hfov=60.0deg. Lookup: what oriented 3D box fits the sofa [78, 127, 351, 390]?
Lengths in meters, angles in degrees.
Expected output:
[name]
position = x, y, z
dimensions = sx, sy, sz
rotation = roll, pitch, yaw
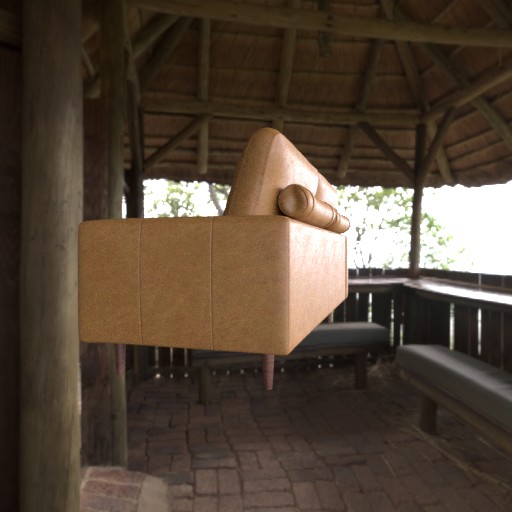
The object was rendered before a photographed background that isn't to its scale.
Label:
[sofa]
position = 0.000, 0.000, 2.318
dimensions = 0.850, 0.898, 1.821
rotation = 0, 1, 17
